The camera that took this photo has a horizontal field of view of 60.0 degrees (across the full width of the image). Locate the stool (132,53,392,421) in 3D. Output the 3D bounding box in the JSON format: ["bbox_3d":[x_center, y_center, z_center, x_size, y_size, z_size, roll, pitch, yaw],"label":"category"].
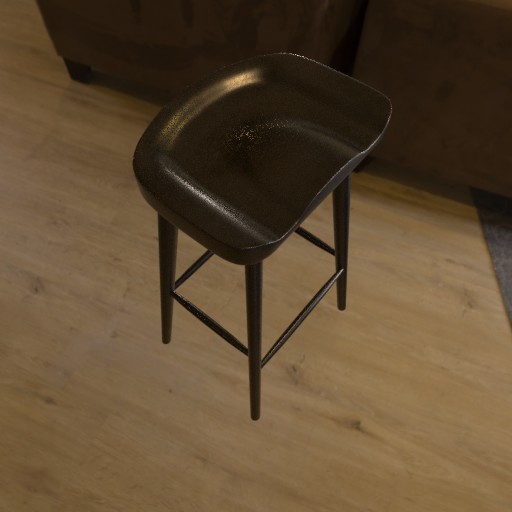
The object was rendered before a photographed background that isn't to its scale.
[{"bbox_3d":[0.000,0.000,1.008,0.361,0.749,0.440,35,64,20],"label":"stool"}]
